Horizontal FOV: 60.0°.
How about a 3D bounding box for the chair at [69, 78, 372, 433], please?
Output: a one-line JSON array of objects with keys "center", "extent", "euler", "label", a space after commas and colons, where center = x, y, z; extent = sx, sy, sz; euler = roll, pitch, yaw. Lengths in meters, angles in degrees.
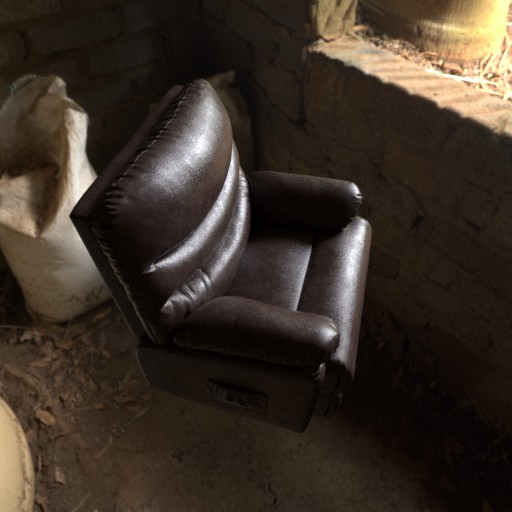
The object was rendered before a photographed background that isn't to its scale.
[{"center": [0.000, 0.000, 1.722], "extent": [0.879, 1.041, 0.940], "euler": [11, 49, 10], "label": "chair"}]
